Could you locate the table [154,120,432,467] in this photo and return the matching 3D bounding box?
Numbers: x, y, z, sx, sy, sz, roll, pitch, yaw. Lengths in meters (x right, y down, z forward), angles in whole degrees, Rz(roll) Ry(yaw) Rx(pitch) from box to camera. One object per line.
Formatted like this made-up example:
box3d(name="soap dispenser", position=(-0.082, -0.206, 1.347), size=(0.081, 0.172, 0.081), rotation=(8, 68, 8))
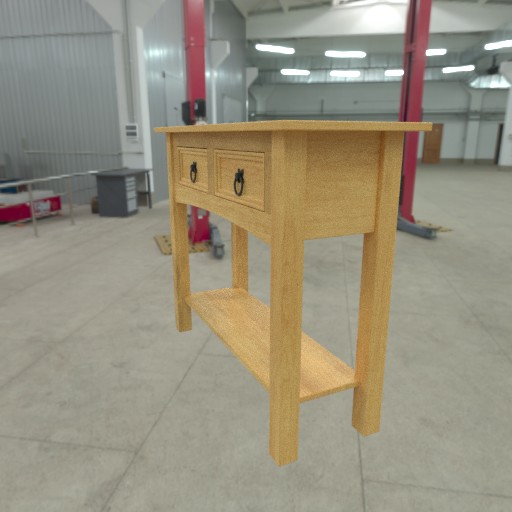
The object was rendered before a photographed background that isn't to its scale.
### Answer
box3d(name="table", position=(0.000, 0.000, 1.288), size=(0.340, 0.728, 0.900), rotation=(-7, 17, -25))
